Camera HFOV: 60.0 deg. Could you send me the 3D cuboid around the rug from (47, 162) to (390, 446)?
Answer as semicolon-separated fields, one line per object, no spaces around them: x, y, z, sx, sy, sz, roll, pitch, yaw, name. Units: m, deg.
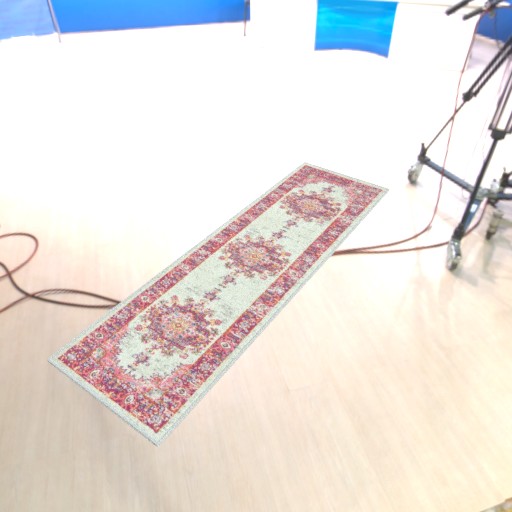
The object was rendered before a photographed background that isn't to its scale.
0.000;0.000;2.040;0.562;0.009;1.824;24;46;26;rug
